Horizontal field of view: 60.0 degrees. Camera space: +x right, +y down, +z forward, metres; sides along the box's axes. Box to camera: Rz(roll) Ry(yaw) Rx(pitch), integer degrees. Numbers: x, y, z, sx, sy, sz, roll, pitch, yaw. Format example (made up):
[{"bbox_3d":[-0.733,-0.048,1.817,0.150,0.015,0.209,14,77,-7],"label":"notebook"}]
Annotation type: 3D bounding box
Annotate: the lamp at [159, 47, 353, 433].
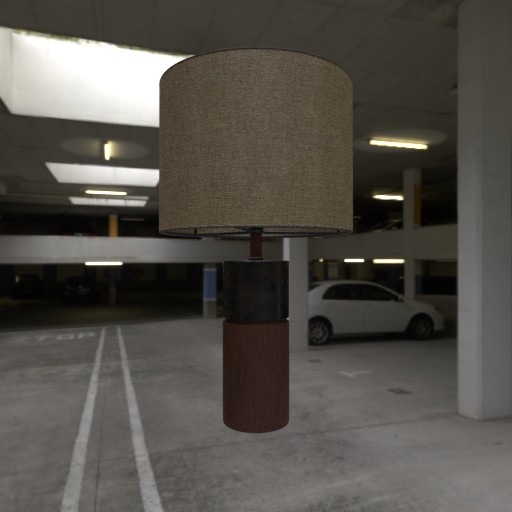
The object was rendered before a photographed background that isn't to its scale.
[{"bbox_3d":[0.000,0.000,0.471,0.202,0.350,0.202,0,0,0],"label":"lamp"}]
